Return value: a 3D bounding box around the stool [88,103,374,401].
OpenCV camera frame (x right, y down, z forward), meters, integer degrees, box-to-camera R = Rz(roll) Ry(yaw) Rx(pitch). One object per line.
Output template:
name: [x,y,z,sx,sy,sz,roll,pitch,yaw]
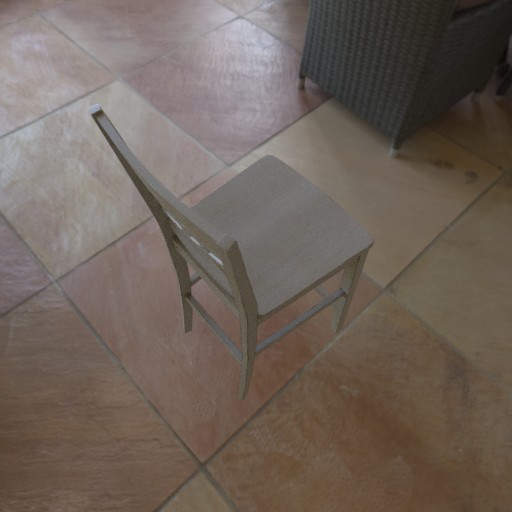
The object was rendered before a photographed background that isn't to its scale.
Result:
stool: [0.000,0.000,1.348,0.539,1.079,0.462,-35,63,-21]
